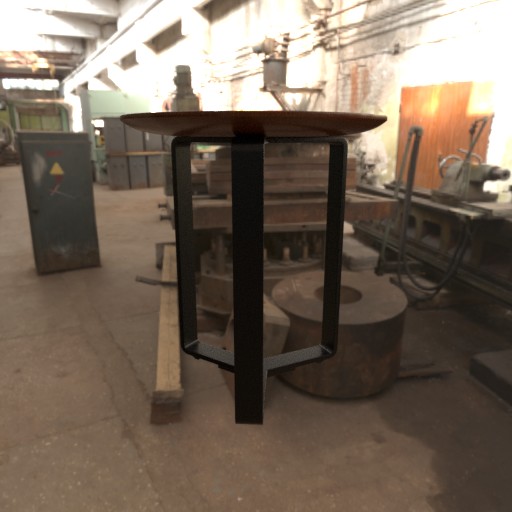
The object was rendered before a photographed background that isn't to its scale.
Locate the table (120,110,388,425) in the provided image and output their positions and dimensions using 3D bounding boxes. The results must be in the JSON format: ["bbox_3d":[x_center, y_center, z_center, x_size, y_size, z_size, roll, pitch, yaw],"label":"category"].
[{"bbox_3d":[0.000,0.000,0.753,0.410,0.450,0.380,-7,17,-25],"label":"table"}]
